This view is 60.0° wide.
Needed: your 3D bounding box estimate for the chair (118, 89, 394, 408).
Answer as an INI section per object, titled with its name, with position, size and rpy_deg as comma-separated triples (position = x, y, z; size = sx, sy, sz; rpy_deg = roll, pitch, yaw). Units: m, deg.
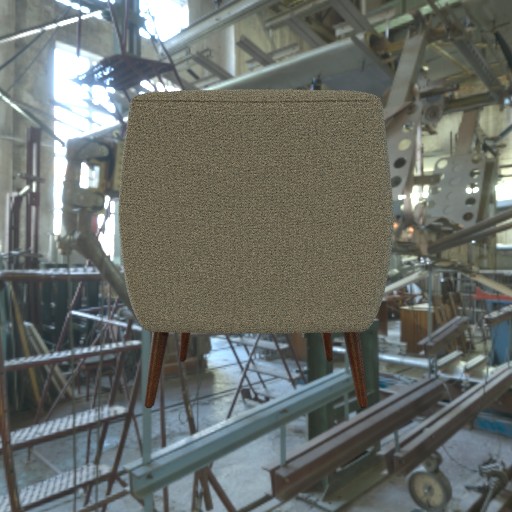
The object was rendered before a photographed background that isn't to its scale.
[chair]
position = 0.000, 0.000, 1.458
size = 0.762, 0.838, 0.787
rpy_deg = 0, -1, 0
